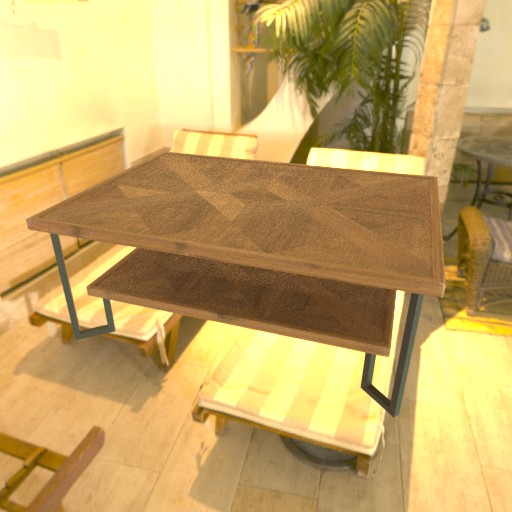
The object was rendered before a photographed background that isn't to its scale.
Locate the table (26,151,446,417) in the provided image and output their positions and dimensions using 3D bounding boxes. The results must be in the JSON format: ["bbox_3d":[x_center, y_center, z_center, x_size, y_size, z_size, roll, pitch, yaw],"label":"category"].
[{"bbox_3d":[0.000,0.000,1.698,1.238,0.492,0.877,9,29,16],"label":"table"}]
